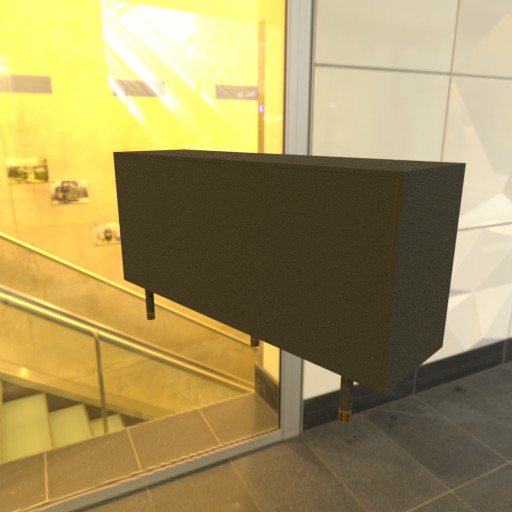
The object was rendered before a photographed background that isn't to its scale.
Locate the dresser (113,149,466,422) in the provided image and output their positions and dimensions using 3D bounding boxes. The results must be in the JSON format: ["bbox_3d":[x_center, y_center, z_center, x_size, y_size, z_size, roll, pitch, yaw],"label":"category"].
[{"bbox_3d":[0.000,0.000,1.982,1.558,0.872,0.463,15,22,42],"label":"dresser"}]
